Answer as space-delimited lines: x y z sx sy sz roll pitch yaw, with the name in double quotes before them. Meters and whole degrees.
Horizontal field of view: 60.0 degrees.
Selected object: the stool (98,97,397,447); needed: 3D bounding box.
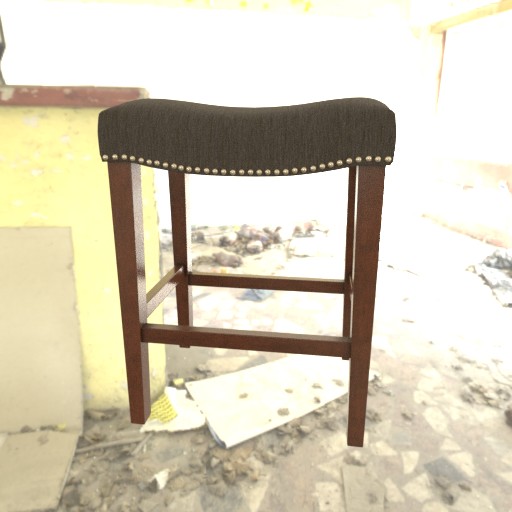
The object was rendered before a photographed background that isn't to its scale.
"stool" 0.000 0.000 0.975 0.504 0.654 0.372 3 18 8
